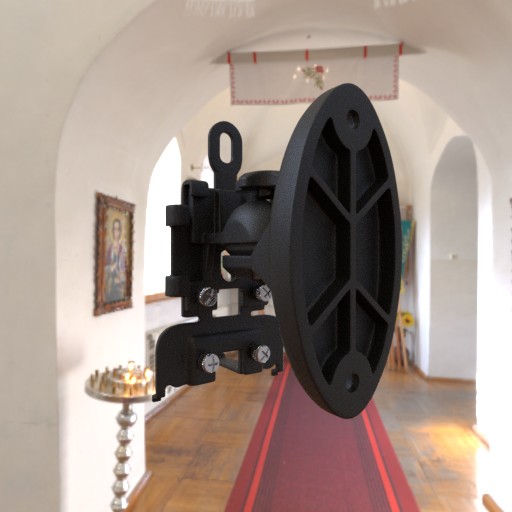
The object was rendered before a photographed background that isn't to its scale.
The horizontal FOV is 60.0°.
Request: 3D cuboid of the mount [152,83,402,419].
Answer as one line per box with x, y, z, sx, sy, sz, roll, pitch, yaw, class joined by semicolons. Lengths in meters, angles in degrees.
0.000;0.000;0.178;0.066;0.118;0.100;0;1;-37;mount
